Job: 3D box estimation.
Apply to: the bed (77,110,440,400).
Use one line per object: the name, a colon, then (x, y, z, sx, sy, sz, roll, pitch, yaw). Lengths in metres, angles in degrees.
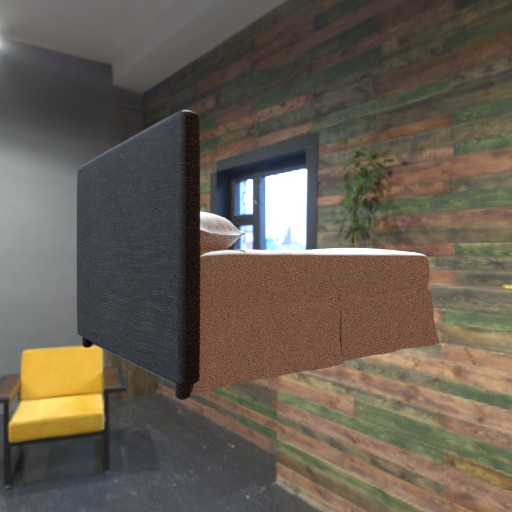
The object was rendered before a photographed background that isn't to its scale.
bed: (0.000, 0.000, 3.269, 2.142, 1.330, 1.723, 0, 0, -37)
